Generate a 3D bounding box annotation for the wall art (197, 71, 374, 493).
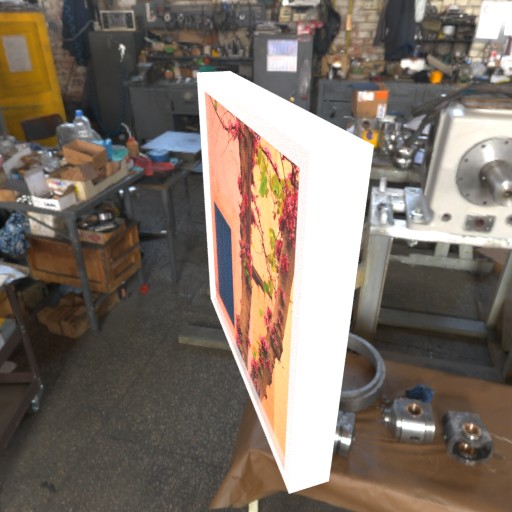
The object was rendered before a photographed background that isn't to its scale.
[{"bbox_3d":[0.000,0.000,0.439,0.038,0.302,0.305,-9,31,-15],"label":"wall art"}]
